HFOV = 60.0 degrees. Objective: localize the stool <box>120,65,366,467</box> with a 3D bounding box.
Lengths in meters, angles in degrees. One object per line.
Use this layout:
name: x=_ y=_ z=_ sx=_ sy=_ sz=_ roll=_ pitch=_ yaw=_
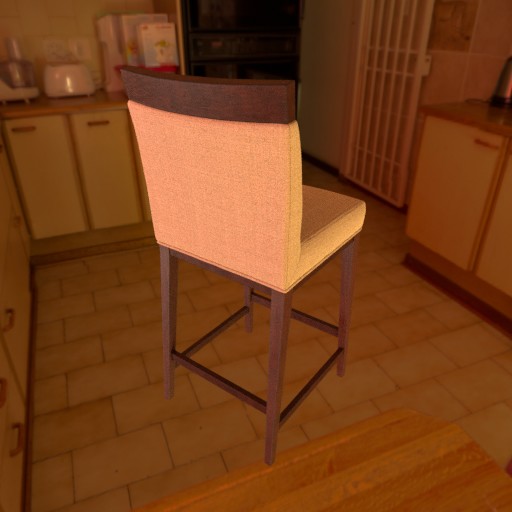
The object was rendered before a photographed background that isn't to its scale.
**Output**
stool: x=0.000 y=0.000 z=1.271 sx=0.463 sy=1.011 sz=0.480 roll=20 pitch=34 yaw=32
